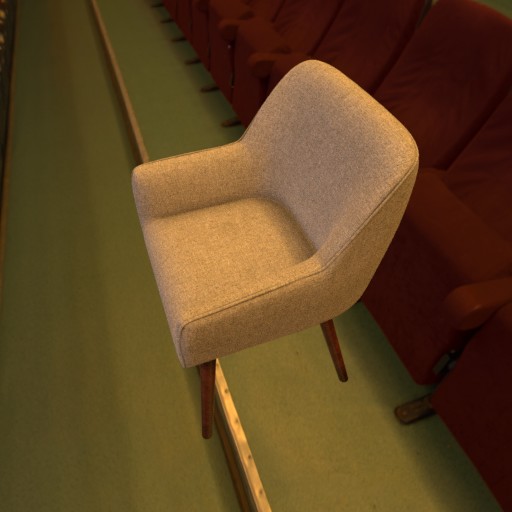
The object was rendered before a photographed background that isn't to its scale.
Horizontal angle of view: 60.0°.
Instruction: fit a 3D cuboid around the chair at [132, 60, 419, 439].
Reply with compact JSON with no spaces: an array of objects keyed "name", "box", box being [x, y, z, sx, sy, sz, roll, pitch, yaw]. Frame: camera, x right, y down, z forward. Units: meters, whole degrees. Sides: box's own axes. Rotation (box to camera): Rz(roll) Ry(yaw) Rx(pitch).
[{"name":"chair","box":[0.000,0.000,1.151,0.519,0.803,0.543,-15,48,-14]}]
